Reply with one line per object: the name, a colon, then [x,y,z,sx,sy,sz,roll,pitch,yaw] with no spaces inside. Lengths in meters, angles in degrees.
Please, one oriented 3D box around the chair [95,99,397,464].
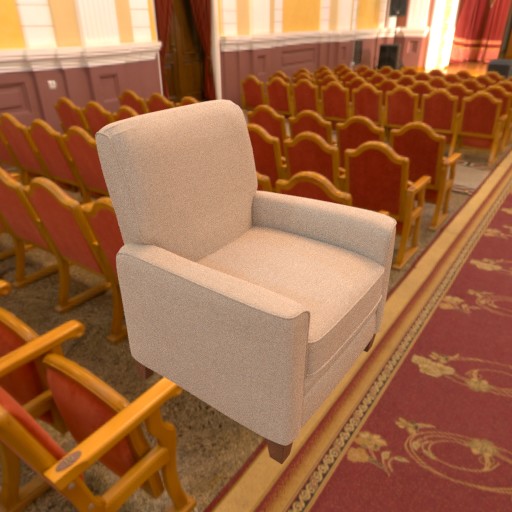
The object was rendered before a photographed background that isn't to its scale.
chair: [0.000,0.000,1.697,0.858,1.023,0.841,19,34,31]
